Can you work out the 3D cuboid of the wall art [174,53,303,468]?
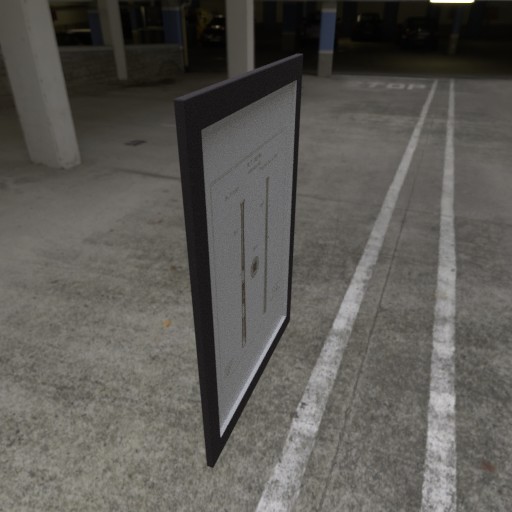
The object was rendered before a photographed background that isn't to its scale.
[{"bbox_3d":[0.000,0.000,0.678,0.012,0.529,0.374,11,32,18],"label":"wall art"}]
